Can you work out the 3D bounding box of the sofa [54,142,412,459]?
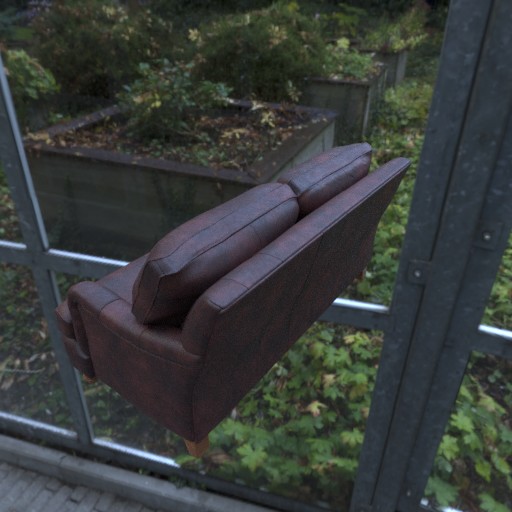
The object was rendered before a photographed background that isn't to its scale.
[{"bbox_3d":[0.000,0.000,2.758,1.147,1.071,2.144,20,35,30],"label":"sofa"}]
